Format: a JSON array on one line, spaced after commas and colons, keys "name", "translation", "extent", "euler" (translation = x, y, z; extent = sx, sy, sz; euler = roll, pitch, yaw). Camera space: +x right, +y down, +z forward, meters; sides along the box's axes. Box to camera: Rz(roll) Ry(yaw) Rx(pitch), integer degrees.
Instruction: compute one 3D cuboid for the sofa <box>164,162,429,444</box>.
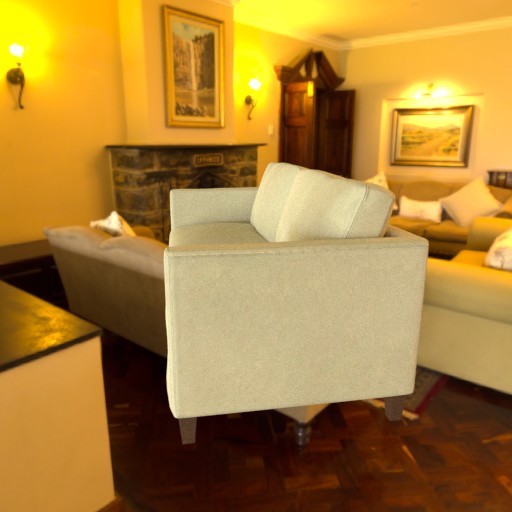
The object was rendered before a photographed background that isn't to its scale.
[{"name": "sofa", "translation": [0.000, 0.000, 2.400], "extent": [0.950, 0.940, 1.846], "euler": [-3, 15, -10]}]
